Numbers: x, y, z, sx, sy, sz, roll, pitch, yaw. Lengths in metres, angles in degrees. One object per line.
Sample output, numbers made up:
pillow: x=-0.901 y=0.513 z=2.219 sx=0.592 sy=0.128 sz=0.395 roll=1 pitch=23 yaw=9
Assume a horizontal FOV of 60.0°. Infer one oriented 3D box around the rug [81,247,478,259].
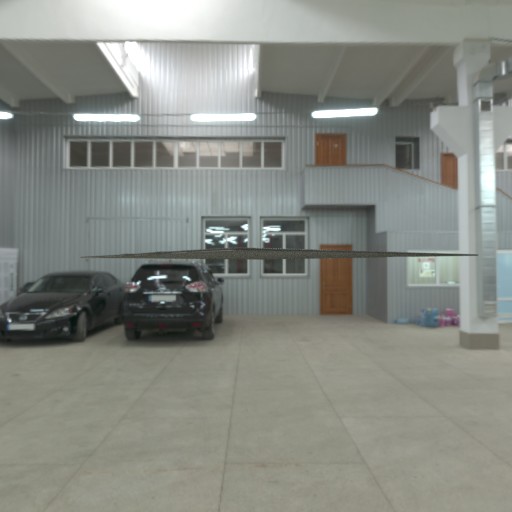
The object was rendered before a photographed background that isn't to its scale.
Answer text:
rug: x=0.000 y=0.000 z=4.262 sx=2.456 sy=0.021 sz=3.068 roll=1 pitch=-2 yaw=-36
